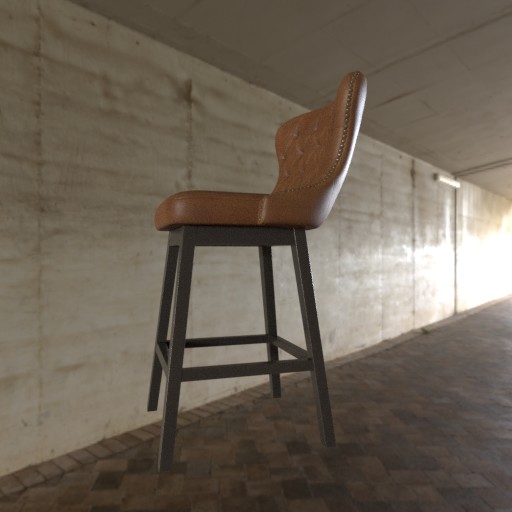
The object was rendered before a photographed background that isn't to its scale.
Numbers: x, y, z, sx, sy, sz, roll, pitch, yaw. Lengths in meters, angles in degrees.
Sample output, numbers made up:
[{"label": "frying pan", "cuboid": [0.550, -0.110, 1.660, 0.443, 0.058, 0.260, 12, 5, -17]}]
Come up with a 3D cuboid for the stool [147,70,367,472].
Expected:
[{"label": "stool", "cuboid": [0.000, 0.000, 1.287, 0.593, 0.971, 0.528, 0, 1, -17]}]
